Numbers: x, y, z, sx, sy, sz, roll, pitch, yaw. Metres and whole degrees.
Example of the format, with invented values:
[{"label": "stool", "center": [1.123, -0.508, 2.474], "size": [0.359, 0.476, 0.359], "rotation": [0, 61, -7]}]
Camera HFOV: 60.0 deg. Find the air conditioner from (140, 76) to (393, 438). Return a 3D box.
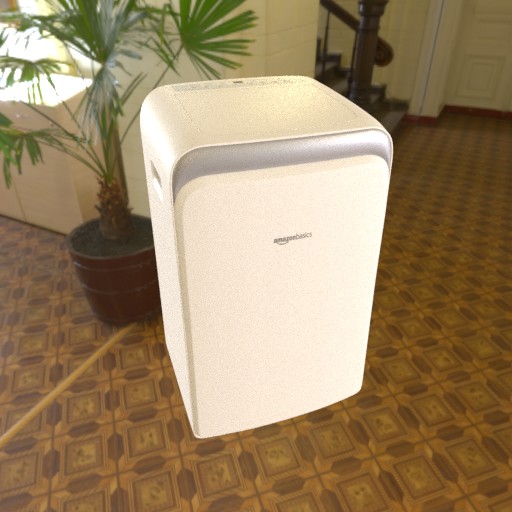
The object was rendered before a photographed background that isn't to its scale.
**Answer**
[{"label": "air conditioner", "center": [0.000, 0.000, 1.091], "size": [0.478, 0.765, 0.467], "rotation": [-10, 34, -16]}]
